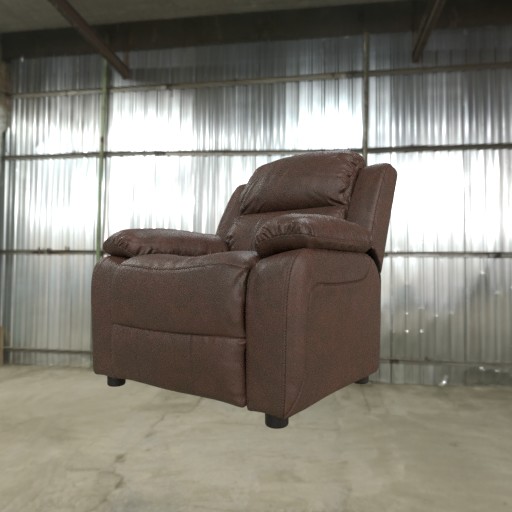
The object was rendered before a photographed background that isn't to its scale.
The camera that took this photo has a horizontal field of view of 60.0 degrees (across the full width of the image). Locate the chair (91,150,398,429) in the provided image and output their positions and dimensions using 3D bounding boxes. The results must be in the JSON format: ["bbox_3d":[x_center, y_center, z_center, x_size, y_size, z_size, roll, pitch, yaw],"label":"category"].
[{"bbox_3d":[0.000,0.000,1.271,0.680,0.702,0.707,-2,-3,37],"label":"chair"}]
